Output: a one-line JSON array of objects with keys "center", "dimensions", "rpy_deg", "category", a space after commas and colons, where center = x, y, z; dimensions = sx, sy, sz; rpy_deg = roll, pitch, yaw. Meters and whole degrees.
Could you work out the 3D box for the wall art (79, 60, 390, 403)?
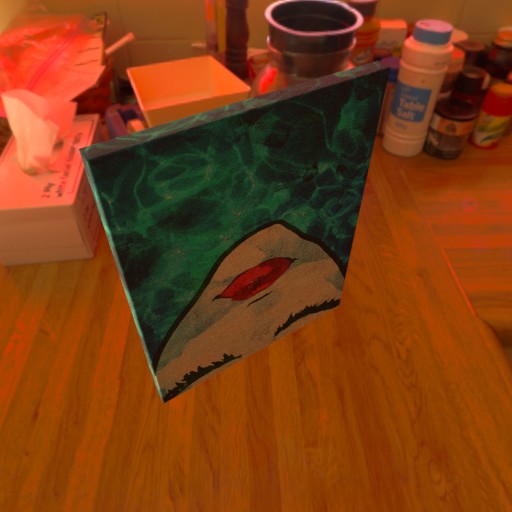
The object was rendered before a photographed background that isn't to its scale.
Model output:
[{"center": [0.000, 0.000, 1.040], "dimensions": [0.609, 0.760, 0.038], "rpy_deg": [-25, 50, -22], "category": "wall art"}]
